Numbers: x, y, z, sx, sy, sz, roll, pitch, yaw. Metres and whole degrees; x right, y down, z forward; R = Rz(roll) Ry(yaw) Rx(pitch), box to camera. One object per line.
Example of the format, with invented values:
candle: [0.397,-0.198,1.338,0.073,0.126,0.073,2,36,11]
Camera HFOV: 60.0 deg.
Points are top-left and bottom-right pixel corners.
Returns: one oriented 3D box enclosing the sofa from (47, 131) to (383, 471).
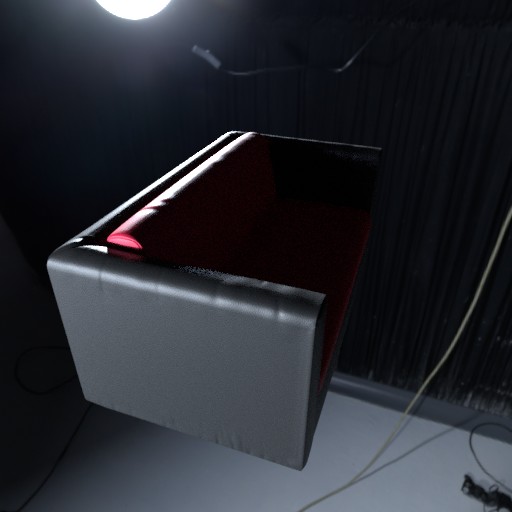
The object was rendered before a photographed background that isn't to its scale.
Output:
sofa: [0.000,0.000,1.907,0.845,0.735,1.410,11,33,17]
